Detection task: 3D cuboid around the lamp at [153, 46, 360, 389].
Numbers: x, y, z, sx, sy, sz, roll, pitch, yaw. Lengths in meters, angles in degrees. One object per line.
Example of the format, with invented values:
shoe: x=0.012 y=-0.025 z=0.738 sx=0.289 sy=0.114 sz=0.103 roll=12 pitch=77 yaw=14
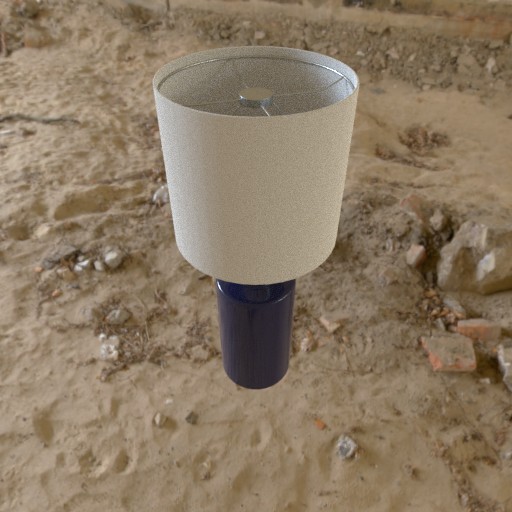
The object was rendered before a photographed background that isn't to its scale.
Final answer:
lamp: x=0.000 y=0.000 z=0.620 sx=0.212 sy=0.493 sz=0.212 roll=-11 pitch=42 yaw=-13
